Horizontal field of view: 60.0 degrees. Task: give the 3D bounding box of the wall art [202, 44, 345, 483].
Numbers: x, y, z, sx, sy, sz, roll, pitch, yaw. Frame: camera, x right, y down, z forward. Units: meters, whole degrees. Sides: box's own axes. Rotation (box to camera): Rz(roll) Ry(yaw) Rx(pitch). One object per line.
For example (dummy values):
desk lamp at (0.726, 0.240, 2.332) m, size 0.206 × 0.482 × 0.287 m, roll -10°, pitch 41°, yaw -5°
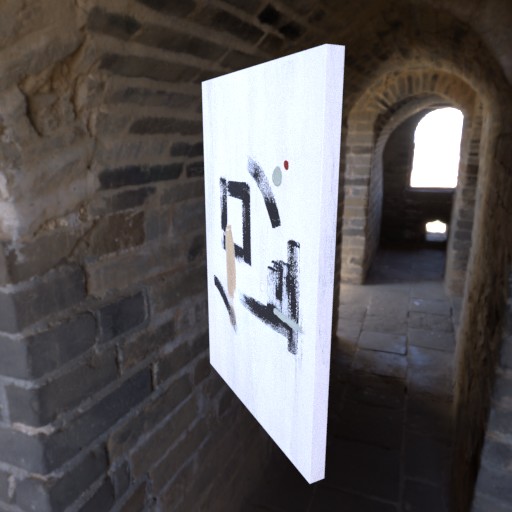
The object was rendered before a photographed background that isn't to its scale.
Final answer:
wall art at (0.000, 0.000, 1.162) m, size 0.043 × 0.914 × 0.624 m, roll -7°, pitch 17°, yaw -26°
